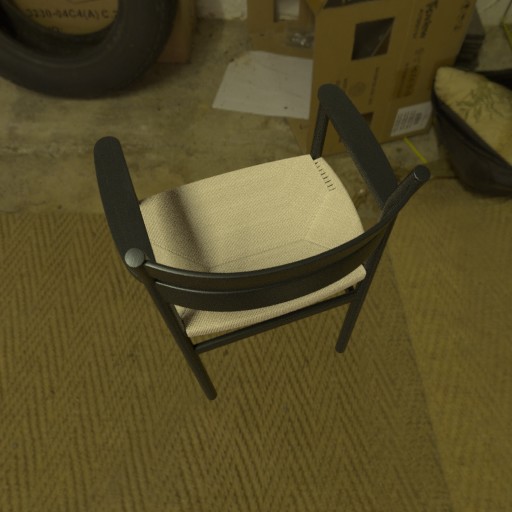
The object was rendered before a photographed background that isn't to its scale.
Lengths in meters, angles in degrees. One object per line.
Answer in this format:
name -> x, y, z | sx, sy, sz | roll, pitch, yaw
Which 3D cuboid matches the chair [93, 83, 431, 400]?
chair -> 0.000, 0.000, 1.173 | 0.630, 0.775, 0.508 | -17, 59, -10
